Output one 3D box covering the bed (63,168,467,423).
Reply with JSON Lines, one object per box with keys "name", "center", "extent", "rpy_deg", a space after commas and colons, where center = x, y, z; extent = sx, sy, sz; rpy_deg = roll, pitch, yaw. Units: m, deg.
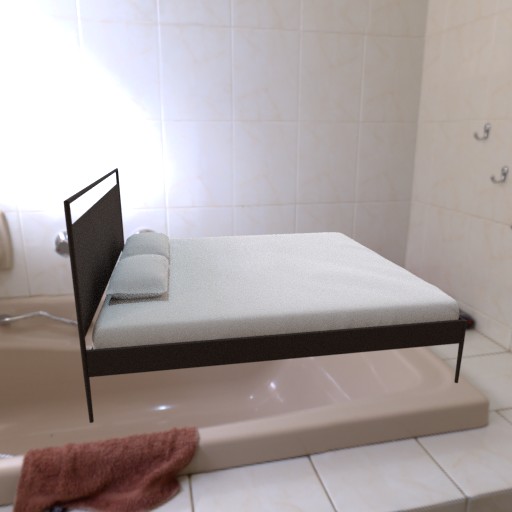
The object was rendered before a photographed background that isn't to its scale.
{"name": "bed", "center": [0.000, 0.000, 3.298], "extent": [2.151, 1.173, 1.993], "rpy_deg": [-3, 16, -10]}
